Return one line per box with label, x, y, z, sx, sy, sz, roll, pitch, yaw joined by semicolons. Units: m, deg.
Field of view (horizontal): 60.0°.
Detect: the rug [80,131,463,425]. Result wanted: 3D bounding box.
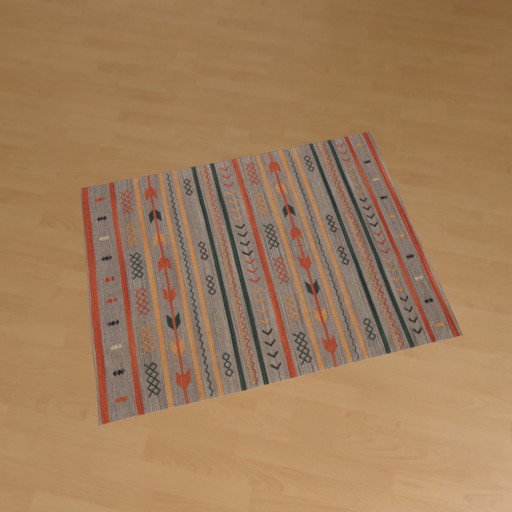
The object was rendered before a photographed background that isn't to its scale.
rug;0.000;0.000;4.032;3.029;0.022;2.263;-12;65;-6
